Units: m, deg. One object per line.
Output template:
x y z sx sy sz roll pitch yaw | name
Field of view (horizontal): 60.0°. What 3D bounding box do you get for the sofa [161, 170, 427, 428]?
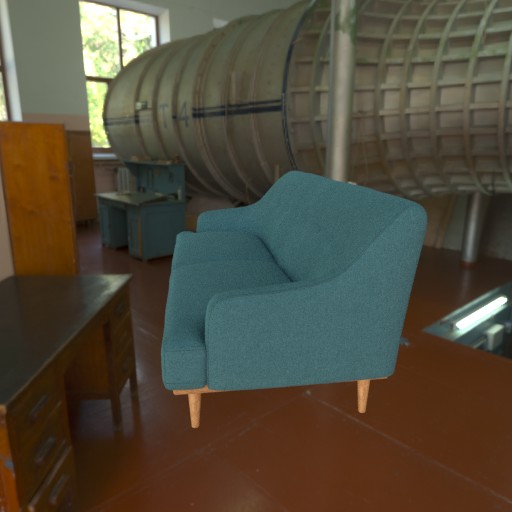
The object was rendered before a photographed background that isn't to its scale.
0.000 0.000 2.560 0.978 0.871 2.057 -2 14 -8 | sofa
